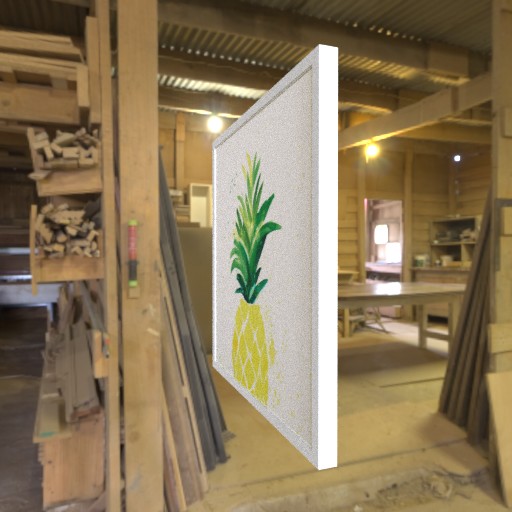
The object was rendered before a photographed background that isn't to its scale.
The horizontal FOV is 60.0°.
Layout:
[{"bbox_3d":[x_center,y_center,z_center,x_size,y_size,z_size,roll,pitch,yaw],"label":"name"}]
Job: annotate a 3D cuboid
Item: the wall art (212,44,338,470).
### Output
[{"bbox_3d":[0.000,0.000,1.157,0.038,0.761,0.763,0,1,-20],"label":"wall art"}]
